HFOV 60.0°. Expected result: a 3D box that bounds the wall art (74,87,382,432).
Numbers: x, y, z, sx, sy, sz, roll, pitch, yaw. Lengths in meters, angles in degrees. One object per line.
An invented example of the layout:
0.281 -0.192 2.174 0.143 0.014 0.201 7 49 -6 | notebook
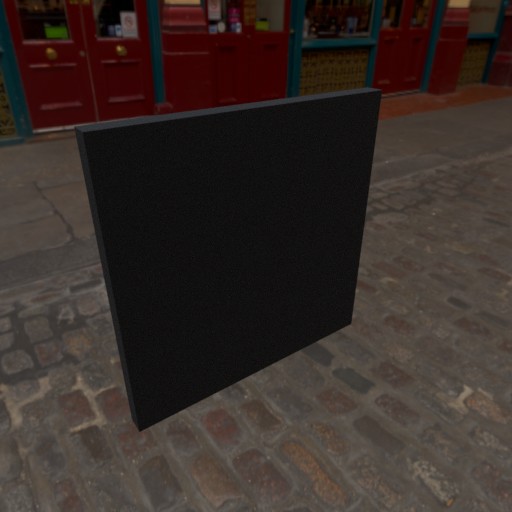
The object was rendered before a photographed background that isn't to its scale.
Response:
0.000 0.000 0.698 0.462 0.458 0.030 -19 35 -30 | wall art
